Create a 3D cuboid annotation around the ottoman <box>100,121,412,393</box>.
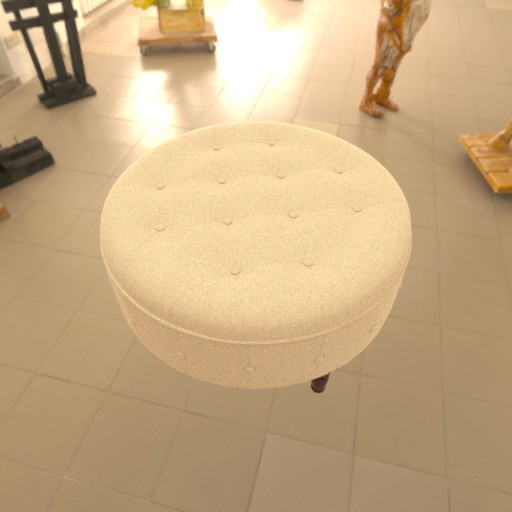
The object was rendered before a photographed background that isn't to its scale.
[{"bbox_3d":[0.000,0.000,1.361,0.848,0.494,0.848,0,46,0],"label":"ottoman"}]
